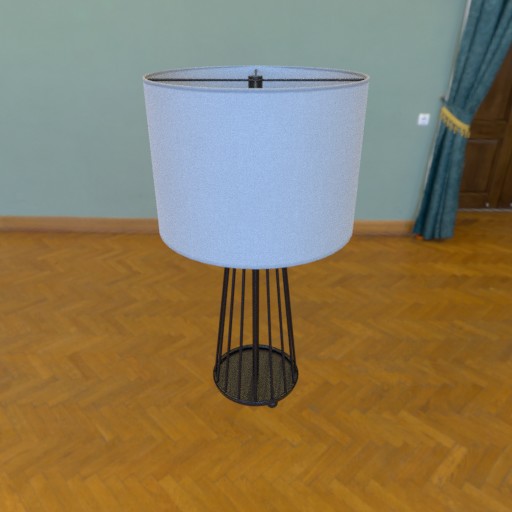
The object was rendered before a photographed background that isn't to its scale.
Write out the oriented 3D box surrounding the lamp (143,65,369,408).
[{"bbox_3d":[0.000,0.000,0.779,0.322,0.593,0.322,0,28,0],"label":"lamp"}]
